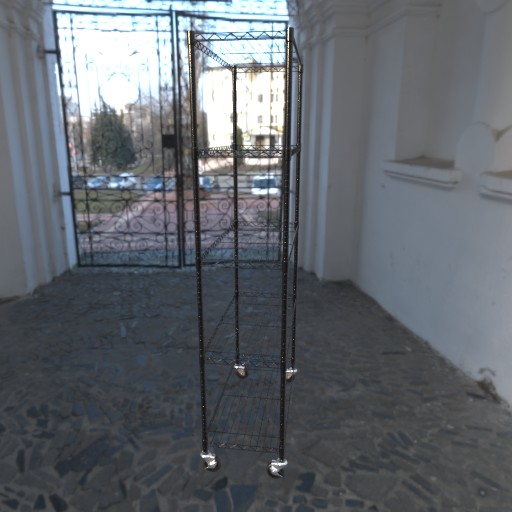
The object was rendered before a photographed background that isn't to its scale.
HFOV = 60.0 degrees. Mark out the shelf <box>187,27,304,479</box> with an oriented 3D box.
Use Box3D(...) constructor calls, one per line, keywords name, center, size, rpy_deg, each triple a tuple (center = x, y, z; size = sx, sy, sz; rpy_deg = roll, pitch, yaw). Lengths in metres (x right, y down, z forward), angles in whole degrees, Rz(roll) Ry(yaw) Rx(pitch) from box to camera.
Box3D(name="shelf", center=(0.000, 0.000, 1.929), size=(0.356, 1.645, 0.762), rpy_deg=(2, 15, 8))
